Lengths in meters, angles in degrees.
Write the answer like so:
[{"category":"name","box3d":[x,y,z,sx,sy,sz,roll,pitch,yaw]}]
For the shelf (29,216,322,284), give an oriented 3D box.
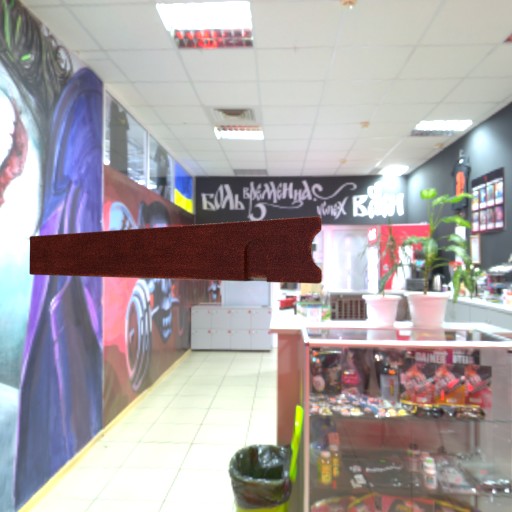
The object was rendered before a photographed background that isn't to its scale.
[{"category":"shelf","box3d":[0.000,0.000,0.434,0.296,0.035,0.296,-1,-1,36]}]
